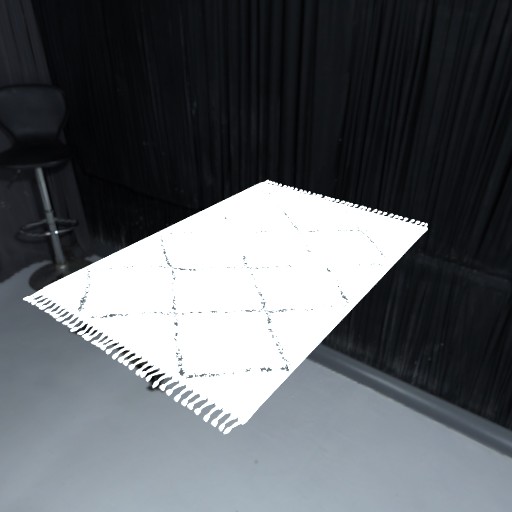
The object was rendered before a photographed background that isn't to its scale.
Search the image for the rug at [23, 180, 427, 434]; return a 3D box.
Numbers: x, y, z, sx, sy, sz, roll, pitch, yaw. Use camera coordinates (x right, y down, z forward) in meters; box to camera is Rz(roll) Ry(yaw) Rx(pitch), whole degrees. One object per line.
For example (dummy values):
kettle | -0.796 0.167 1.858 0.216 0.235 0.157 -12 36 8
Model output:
rug | 0.000 0.000 2.855 1.494 0.031 2.307 21 36 31
